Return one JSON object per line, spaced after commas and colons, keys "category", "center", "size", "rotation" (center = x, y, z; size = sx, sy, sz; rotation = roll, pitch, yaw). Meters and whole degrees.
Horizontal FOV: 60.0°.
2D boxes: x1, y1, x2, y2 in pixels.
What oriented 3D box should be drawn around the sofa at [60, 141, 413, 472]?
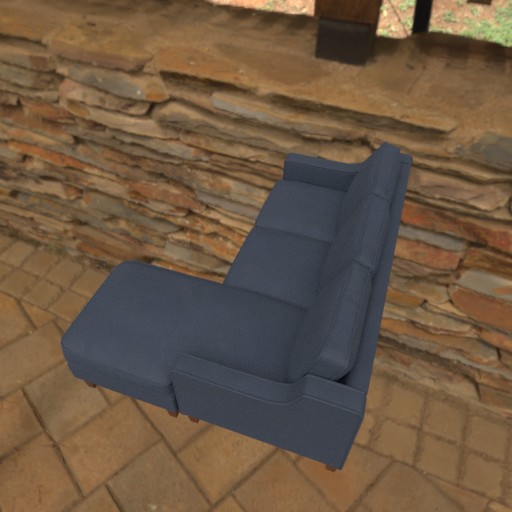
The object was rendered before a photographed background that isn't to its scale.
{"category": "sofa", "center": [0.000, 0.000, 3.247], "size": [1.858, 1.066, 2.317], "rotation": [14, 47, 13]}
